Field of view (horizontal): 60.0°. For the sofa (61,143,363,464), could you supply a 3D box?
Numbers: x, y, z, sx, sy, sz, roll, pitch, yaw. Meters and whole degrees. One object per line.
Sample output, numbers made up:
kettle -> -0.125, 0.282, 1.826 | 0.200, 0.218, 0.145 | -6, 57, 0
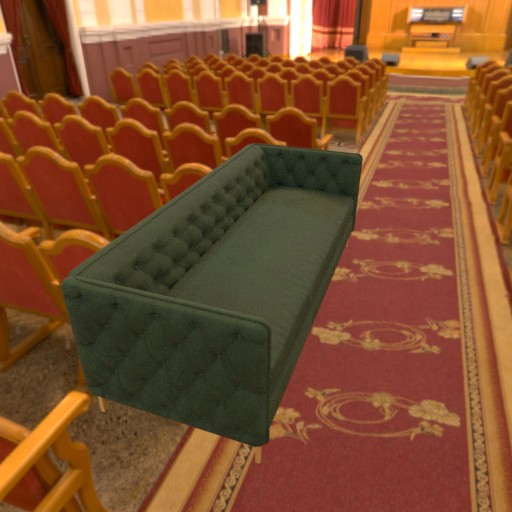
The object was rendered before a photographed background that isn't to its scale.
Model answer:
sofa -> 0.000, 0.000, 2.685 | 0.895, 0.771, 2.209 | 10, 31, 18
